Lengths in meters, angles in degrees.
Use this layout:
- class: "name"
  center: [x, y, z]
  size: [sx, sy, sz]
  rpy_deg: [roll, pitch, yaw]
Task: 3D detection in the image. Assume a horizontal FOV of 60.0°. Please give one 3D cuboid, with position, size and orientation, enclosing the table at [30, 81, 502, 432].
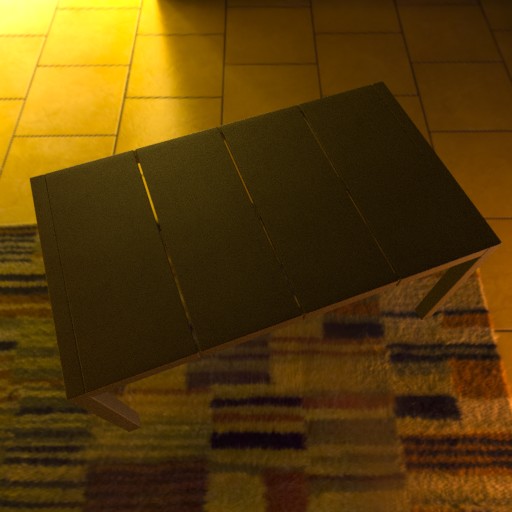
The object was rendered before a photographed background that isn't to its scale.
- class: "table"
  center: [0.000, 0.000, 1.231]
  size: [0.965, 0.460, 0.559]
  rpy_deg: [-18, 63, -10]
